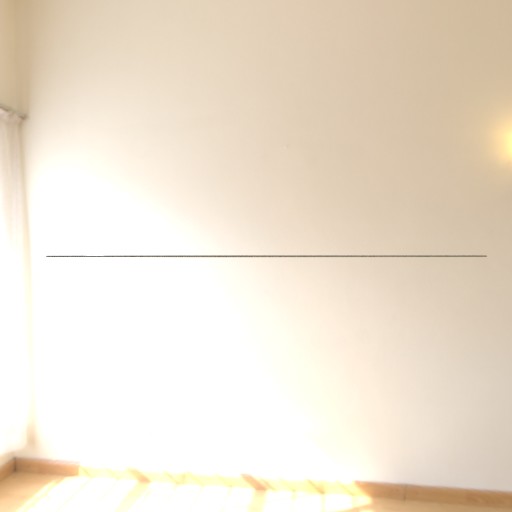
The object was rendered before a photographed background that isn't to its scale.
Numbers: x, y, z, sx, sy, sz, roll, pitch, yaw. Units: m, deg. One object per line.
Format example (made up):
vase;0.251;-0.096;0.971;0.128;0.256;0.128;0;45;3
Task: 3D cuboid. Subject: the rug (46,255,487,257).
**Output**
rug;0.000;0.000;2.218;1.752;0.006;1.142;0;0;-17
